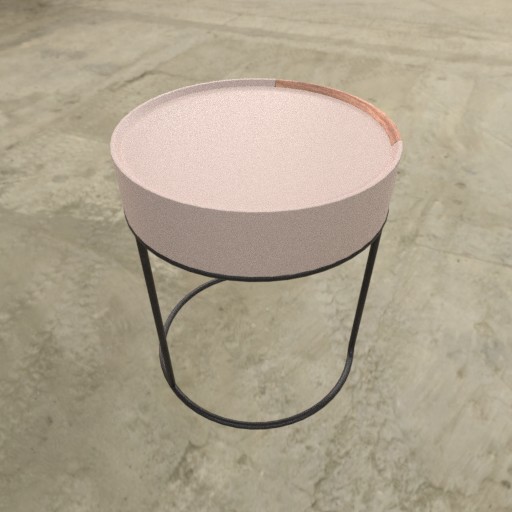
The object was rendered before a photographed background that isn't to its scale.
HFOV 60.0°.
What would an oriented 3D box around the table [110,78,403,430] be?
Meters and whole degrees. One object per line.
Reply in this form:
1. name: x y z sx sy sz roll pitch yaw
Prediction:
1. table: 0.000 0.000 0.872 0.450 0.530 0.450 0 41 0
